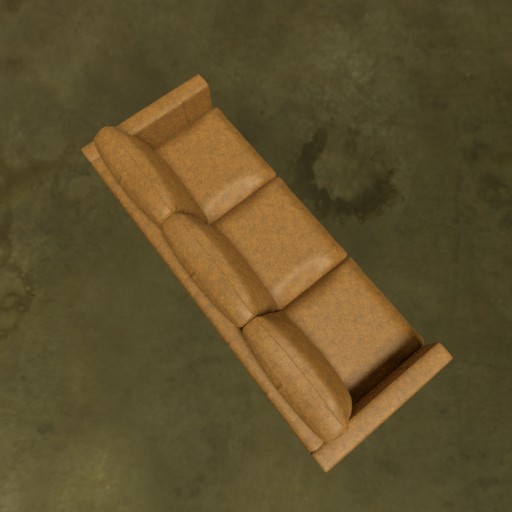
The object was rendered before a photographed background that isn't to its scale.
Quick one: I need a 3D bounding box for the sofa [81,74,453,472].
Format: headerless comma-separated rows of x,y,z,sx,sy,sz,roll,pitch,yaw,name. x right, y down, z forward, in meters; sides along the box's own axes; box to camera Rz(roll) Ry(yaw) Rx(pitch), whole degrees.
0.000,0.000,2.664,0.903,0.930,2.231,-37,77,-10,sofa
